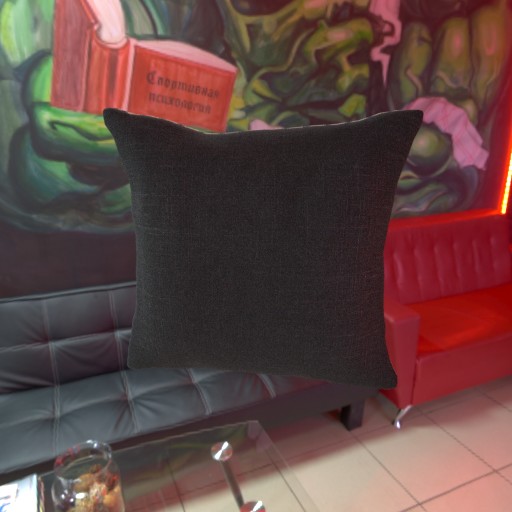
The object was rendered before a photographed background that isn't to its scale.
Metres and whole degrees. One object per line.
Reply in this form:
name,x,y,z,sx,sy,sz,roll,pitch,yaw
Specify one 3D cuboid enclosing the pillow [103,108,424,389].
pillow,0.000,0.000,0.698,0.468,0.444,0.138,3,17,8
